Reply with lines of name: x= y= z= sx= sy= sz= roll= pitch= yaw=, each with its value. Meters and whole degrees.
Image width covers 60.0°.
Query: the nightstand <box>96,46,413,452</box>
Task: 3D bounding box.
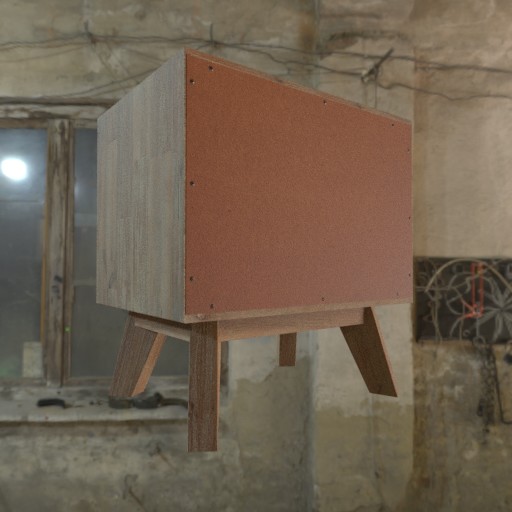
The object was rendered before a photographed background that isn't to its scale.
nightstand: x=0.000 y=0.000 z=0.952 sx=0.552 sy=0.589 sz=0.396 roll=1 pitch=-1 yaw=-37
